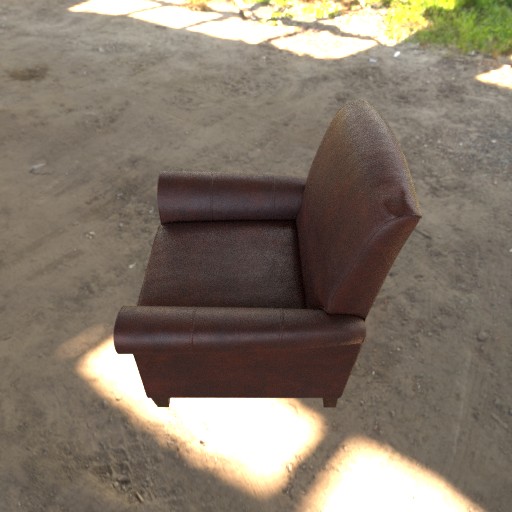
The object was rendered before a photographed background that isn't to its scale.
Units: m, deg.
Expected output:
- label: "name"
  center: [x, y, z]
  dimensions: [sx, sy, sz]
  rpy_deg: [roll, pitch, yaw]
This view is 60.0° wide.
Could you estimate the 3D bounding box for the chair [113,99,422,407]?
- label: "chair"
  center: [0.000, 0.000, 1.753]
  dimensions: [0.902, 1.061, 0.978]
  rpy_deg: [0, 42, 0]
